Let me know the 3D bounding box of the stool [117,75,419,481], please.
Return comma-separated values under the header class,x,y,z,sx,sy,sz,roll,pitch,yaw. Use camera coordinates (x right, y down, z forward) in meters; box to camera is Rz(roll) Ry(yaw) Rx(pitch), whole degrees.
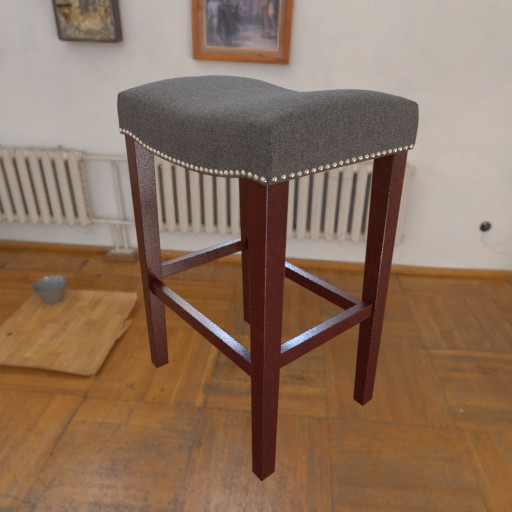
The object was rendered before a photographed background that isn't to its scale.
class,x,y,z,sx,sy,sz,roll,pitch,yaw
stool,0.000,0.000,1.015,0.372,0.742,0.504,-20,33,-35
